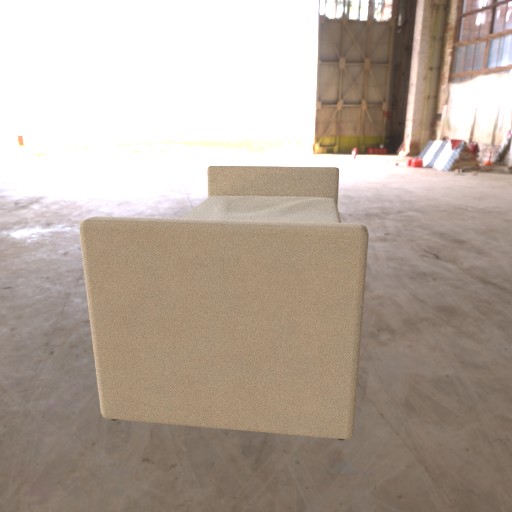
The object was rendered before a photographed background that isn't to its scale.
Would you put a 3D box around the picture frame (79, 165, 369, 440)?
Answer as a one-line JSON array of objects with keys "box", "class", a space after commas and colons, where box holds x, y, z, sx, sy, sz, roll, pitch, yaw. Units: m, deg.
[{"box": [0.000, 0.000, 2.731, 1.069, 0.891, 2.161, 2, 17, 7], "class": "picture frame"}]
